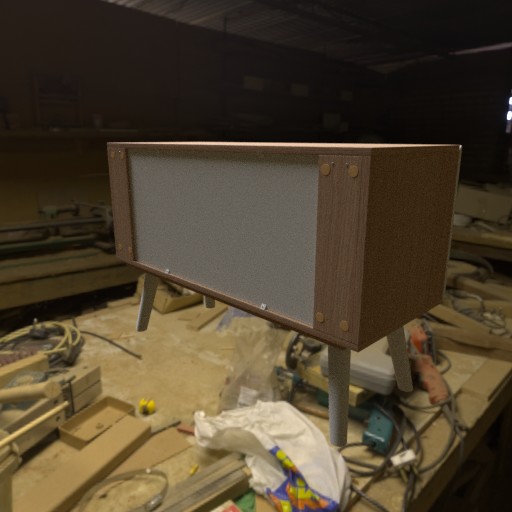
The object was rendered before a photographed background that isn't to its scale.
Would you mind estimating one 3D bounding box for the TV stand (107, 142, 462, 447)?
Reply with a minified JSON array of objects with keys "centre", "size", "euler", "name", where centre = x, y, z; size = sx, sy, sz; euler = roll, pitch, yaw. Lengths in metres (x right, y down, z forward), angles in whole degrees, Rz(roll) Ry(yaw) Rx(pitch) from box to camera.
[{"centre":[0.000,0.000,1.344],"size":[0.407,0.660,0.991],"euler":[-14,21,-43],"name":"TV stand"}]
